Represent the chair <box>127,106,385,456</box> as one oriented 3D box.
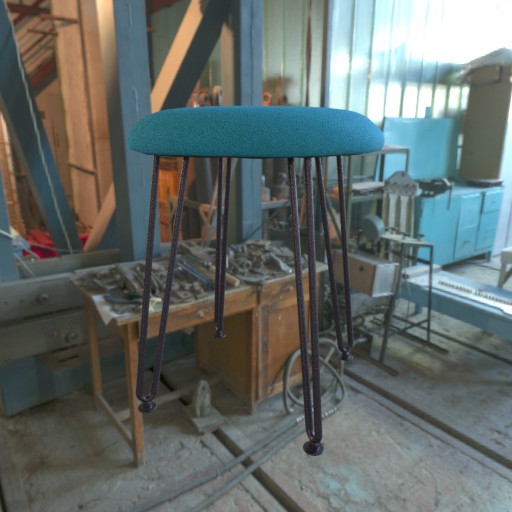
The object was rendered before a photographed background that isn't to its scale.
[{"bbox_3d":[0.000,0.000,0.674,0.350,0.430,0.350,2,17,8],"label":"chair"}]
